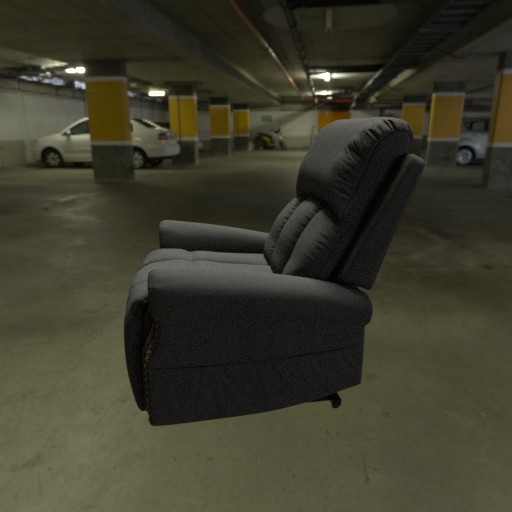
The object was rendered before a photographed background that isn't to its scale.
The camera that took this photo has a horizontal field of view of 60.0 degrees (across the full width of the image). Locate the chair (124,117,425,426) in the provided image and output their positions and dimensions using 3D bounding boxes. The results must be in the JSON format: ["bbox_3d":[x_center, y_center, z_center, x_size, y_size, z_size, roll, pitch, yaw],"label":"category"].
[{"bbox_3d":[0.000,0.000,1.732,0.979,1.031,0.871,-3,16,-9],"label":"chair"}]
